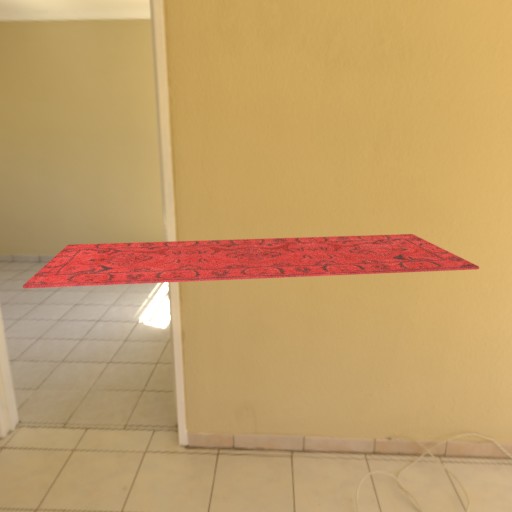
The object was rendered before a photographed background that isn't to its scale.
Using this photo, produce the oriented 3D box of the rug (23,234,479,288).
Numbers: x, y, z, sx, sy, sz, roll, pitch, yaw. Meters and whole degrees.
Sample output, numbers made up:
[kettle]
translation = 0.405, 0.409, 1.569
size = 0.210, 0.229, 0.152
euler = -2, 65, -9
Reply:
[rug]
translation = 0.000, 0.000, 2.731
size = 2.439, 0.018, 0.813
euler = -2, 16, -7
